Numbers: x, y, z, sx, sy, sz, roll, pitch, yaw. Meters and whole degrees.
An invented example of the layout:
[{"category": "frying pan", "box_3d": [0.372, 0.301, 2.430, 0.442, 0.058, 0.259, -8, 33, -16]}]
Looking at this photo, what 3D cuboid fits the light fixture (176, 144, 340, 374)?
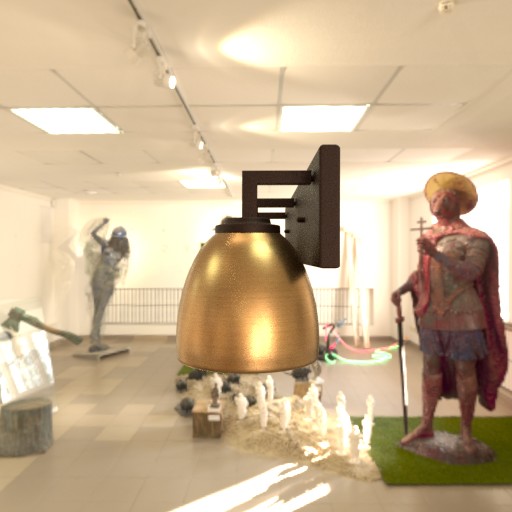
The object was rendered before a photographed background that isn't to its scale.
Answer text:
[{"category": "light fixture", "box_3d": [0.000, 0.000, 0.672, 0.157, 0.204, 0.582, 0, 0, 0]}]
